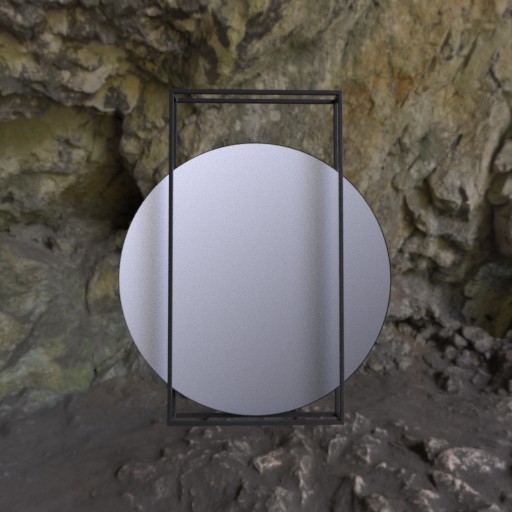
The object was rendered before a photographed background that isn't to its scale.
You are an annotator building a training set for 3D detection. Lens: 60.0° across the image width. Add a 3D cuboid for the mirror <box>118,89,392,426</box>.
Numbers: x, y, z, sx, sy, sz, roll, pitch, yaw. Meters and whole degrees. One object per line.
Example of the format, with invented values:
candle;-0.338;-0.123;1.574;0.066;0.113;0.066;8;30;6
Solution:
mirror;0.000;0.000;0.820;0.508;0.603;0.051;0;-2;-1
